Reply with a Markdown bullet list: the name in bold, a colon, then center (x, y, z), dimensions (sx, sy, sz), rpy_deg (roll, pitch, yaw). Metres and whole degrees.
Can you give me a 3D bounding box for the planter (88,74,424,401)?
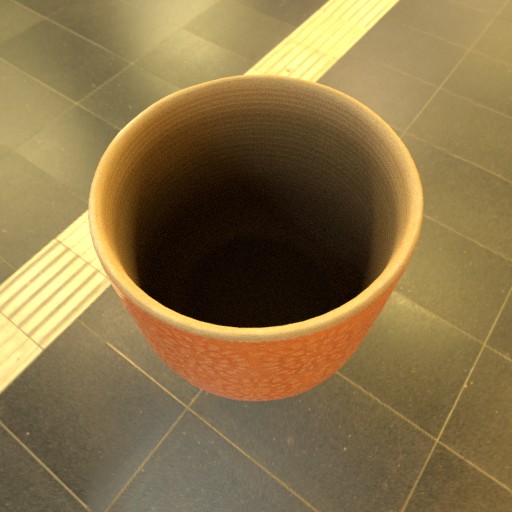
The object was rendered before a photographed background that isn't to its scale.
- **planter**: center (0.000, 0.000, 0.280), dimensions (0.170, 0.152, 0.170), rpy_deg (0, 59, 0)
